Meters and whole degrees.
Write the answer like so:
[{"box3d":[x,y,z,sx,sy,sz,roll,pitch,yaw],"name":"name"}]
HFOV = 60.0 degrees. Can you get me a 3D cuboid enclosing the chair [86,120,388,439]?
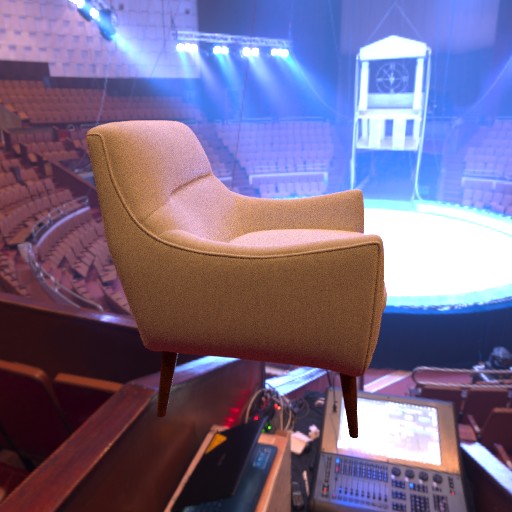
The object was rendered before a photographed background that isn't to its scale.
[{"box3d":[0.000,0.000,1.434,0.787,0.838,0.762,3,17,9],"name":"chair"}]
